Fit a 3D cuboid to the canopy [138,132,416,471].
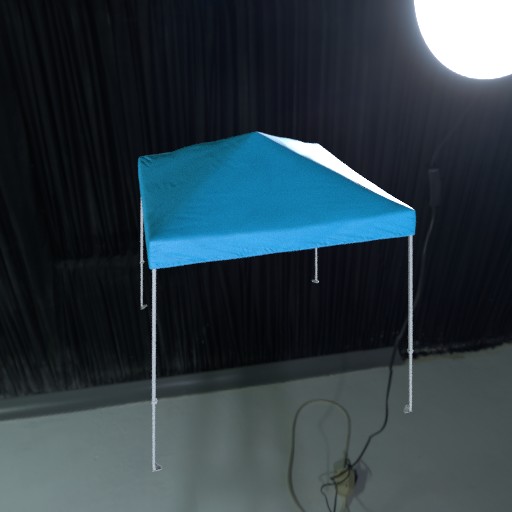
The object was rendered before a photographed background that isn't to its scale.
[{"bbox_3d":[0.000,0.000,5.132,2.848,2.849,2.849,-7,30,-13],"label":"canopy"}]
